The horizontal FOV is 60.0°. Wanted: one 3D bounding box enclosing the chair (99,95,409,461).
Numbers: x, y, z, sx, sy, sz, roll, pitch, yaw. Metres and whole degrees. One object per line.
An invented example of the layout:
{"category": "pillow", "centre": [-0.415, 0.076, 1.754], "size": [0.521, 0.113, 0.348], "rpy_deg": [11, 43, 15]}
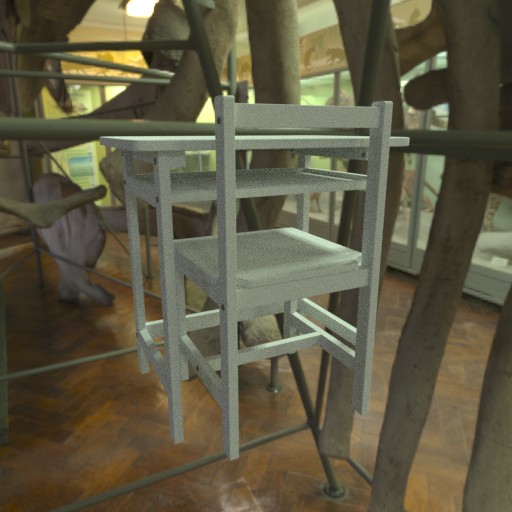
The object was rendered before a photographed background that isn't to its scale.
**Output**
{"category": "chair", "centre": [0.000, 0.000, 1.043], "size": [0.599, 0.673, 0.461], "rpy_deg": [-8, 18, -25]}
